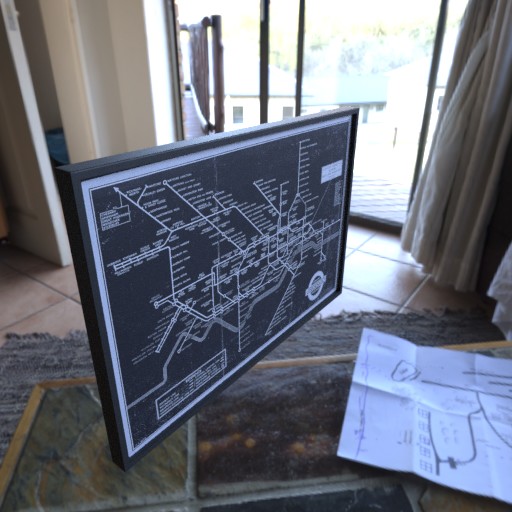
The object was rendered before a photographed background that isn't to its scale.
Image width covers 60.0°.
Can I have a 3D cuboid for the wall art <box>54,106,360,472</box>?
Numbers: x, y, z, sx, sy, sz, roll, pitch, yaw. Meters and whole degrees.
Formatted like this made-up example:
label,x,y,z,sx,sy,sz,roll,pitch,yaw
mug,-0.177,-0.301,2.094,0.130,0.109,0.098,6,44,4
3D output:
label,x,y,z,sx,sy,sz,roll,pitch,yaw
wall art,0.000,0.000,0.535,0.021,0.301,0.443,19,31,34
